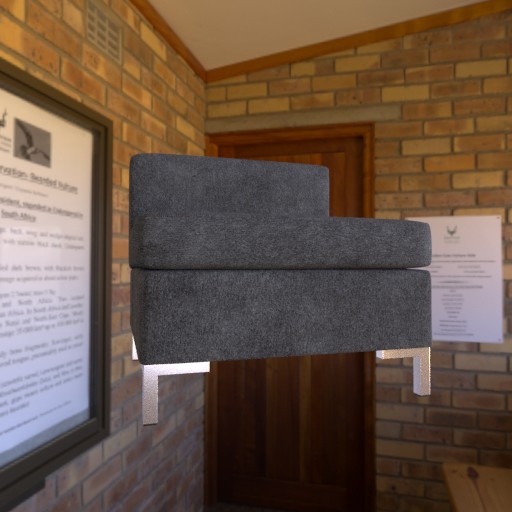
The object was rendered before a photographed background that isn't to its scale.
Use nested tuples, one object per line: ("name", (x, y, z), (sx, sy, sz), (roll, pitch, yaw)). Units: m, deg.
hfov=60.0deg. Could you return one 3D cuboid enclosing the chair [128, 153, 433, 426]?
("chair", (0.000, 0.000, 1.229), (0.680, 0.660, 0.680), (0, -1, -17))
